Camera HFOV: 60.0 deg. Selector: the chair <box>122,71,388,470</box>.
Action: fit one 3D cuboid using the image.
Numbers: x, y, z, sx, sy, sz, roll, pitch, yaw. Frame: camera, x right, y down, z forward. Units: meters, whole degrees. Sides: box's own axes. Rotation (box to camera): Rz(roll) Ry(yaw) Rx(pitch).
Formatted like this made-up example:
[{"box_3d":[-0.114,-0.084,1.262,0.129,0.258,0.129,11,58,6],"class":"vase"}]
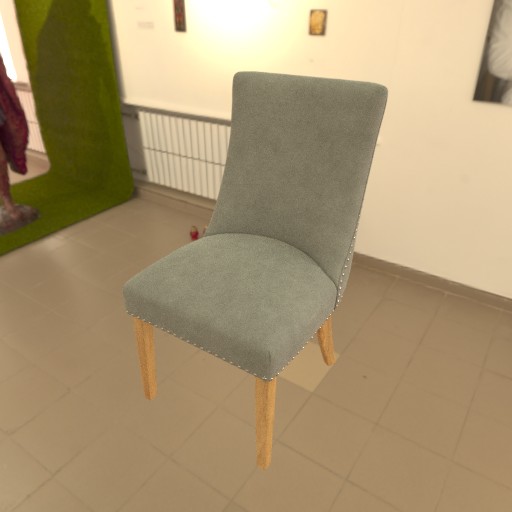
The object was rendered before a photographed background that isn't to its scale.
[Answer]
[{"box_3d":[0.000,0.000,1.267,0.495,0.902,0.610,19,35,29],"class":"chair"}]
